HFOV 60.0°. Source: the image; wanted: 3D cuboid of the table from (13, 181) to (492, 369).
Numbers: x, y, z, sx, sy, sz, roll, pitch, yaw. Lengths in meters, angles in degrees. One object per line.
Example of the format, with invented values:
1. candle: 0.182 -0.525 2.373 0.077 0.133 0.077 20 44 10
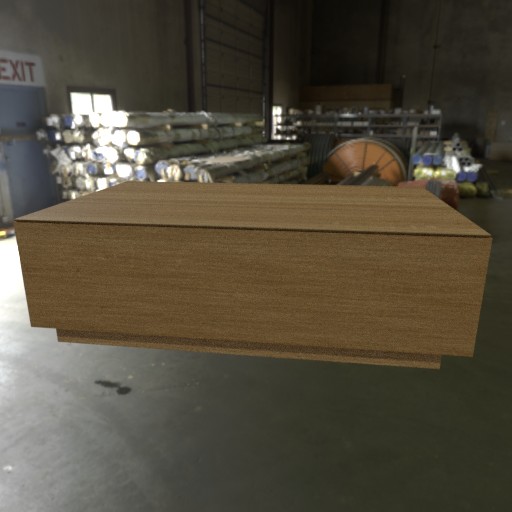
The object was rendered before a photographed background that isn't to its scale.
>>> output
1. table: 0.000 0.000 1.388 1.110 0.353 0.678 2 18 8
